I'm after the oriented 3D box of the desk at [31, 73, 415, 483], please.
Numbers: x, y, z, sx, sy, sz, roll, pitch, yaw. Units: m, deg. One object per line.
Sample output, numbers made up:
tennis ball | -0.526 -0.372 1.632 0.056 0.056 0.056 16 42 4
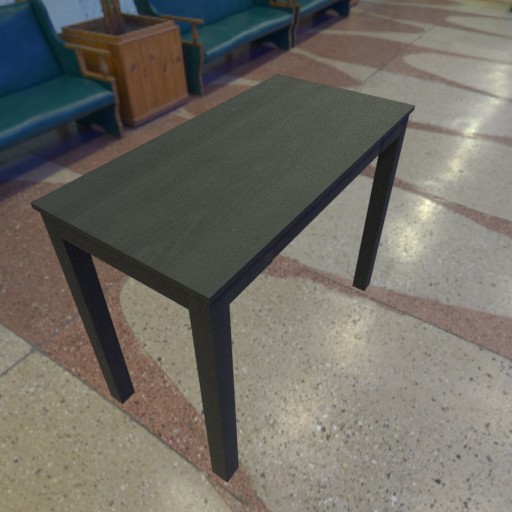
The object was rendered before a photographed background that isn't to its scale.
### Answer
desk | 0.000 0.000 1.407 0.499 0.762 0.991 24 47 26
